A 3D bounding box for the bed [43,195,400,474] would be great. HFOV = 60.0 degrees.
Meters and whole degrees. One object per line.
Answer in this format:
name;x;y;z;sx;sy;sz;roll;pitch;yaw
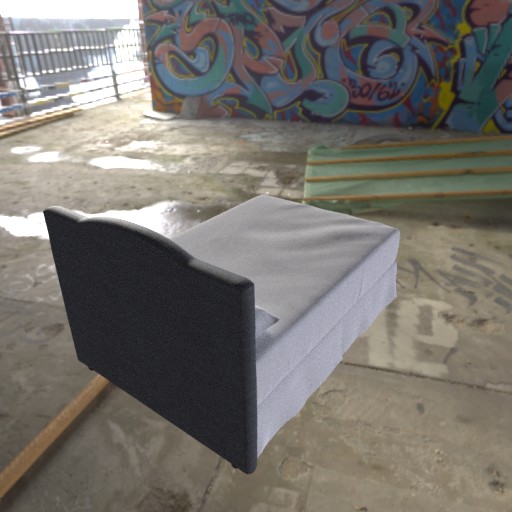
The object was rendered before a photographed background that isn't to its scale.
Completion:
bed;0.000;0.000;3.651;1.747;1.441;2.507;19;34;32
